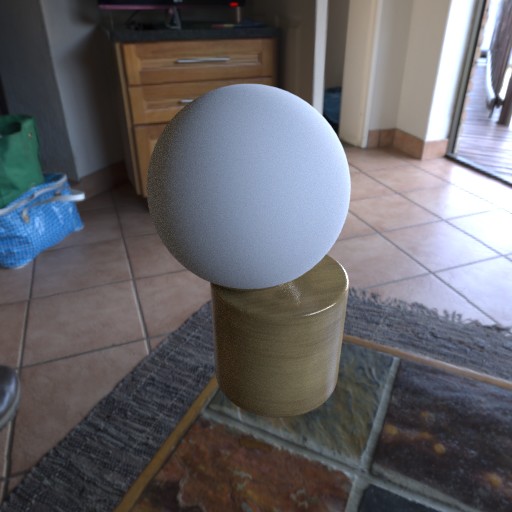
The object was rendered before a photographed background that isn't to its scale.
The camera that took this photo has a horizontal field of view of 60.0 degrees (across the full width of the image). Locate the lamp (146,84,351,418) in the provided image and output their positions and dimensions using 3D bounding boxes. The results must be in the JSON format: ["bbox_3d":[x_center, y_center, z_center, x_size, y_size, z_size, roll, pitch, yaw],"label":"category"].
[{"bbox_3d":[0.000,0.000,0.343,0.152,0.250,0.141,-9,31,-16],"label":"lamp"}]
